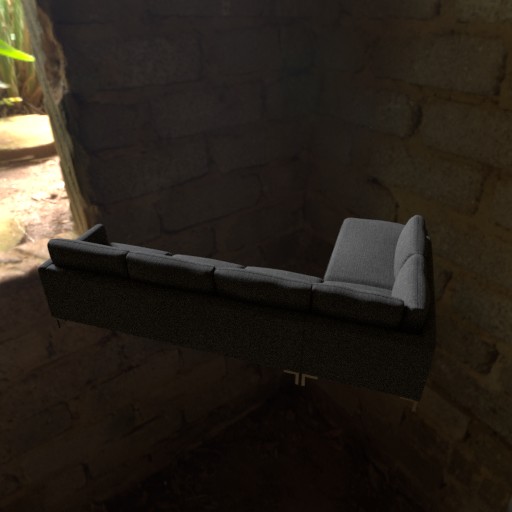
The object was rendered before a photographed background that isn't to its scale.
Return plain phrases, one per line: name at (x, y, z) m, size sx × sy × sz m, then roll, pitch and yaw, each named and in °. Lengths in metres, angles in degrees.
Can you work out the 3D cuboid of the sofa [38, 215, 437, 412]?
sofa at (0.000, 0.000, 3.934) m, size 2.949 × 0.815 × 2.007 m, roll 9°, pitch 32°, yaw 15°
